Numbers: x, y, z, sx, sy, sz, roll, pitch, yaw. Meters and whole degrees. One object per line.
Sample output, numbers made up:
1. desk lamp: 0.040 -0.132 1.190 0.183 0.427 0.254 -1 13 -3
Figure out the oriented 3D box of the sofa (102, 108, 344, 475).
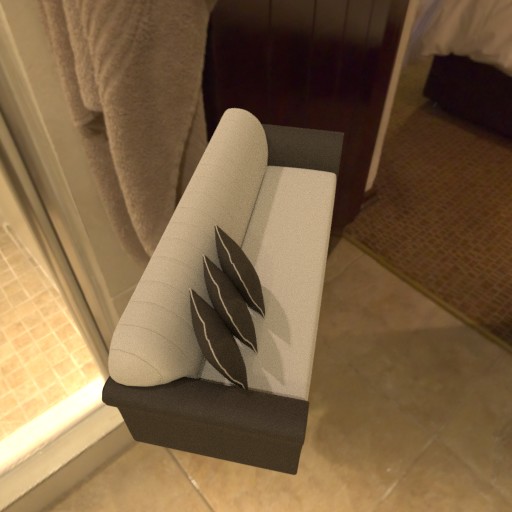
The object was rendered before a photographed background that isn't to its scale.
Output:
1. sofa: 0.000 0.000 2.382 0.755 0.787 2.001 8 47 8
